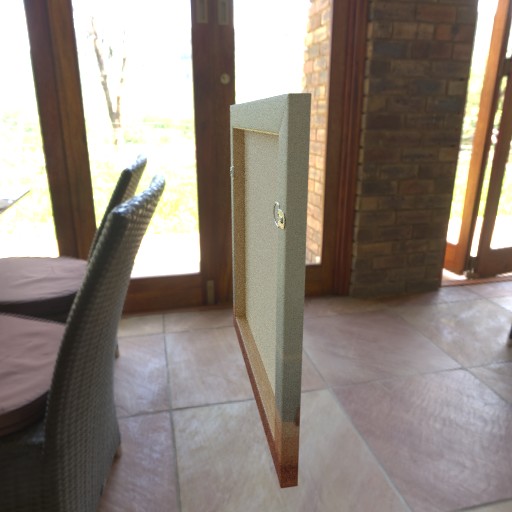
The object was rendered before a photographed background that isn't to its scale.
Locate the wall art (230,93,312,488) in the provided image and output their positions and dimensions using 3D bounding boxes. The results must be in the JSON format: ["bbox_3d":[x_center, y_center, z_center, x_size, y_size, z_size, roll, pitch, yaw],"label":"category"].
[{"bbox_3d":[0.000,0.000,0.614,0.023,0.405,0.405,-3,18,-10],"label":"wall art"}]
